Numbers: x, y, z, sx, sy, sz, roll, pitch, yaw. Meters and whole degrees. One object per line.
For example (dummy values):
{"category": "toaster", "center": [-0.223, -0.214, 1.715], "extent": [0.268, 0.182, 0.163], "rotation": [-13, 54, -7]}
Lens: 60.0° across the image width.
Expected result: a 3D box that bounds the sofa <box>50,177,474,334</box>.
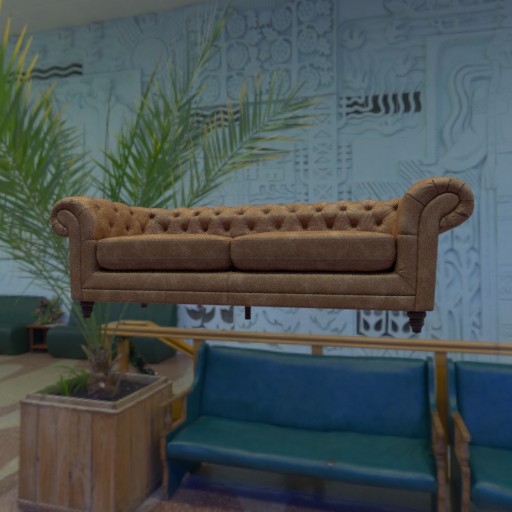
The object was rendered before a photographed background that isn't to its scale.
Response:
{"category": "sofa", "center": [0.000, 0.000, 2.795], "extent": [2.365, 0.760, 0.989], "rotation": [0, -1, 17]}
